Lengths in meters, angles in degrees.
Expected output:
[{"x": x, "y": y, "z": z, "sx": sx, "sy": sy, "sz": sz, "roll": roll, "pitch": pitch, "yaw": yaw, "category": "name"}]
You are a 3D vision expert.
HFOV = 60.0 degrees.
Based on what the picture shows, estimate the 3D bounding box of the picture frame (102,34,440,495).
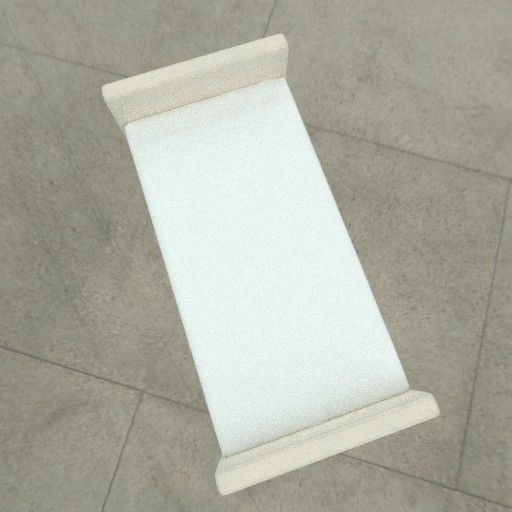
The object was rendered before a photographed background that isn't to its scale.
[{"x": 0.000, "y": 0.000, "z": 2.644, "sx": 1.069, "sy": 0.891, "sz": 2.161, "roll": -18, "pitch": 77, "yaw": -4, "category": "picture frame"}]
